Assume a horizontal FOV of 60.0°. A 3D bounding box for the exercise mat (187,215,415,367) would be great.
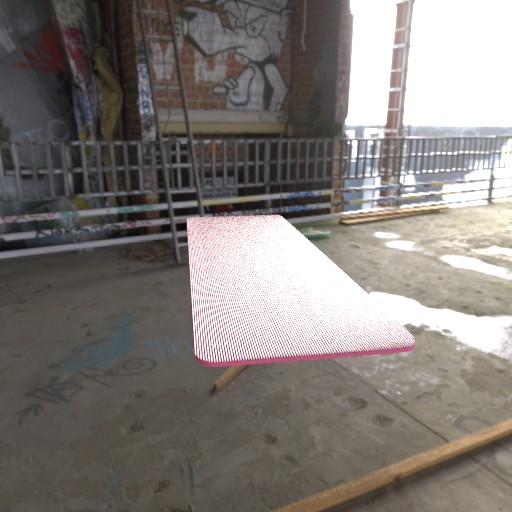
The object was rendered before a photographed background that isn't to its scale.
[{"bbox_3d":[0.000,0.000,2.047,0.616,0.021,1.884,-3,17,-9],"label":"exercise mat"}]
